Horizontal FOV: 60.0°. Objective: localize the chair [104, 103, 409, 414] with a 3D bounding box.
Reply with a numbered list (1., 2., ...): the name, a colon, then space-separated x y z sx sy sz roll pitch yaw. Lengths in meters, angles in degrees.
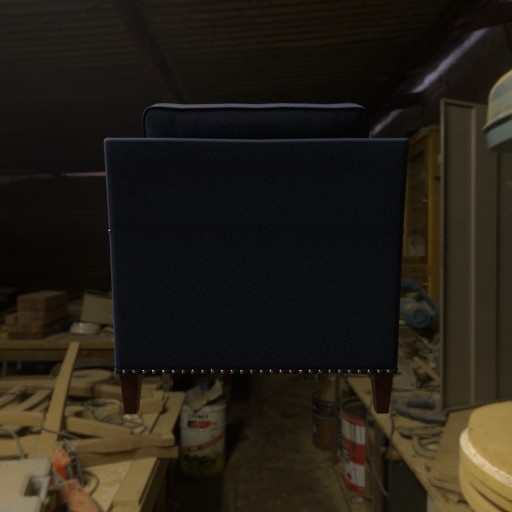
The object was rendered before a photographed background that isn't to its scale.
1. chair: 0.000 0.000 1.722 0.853 0.943 1.014 0 1 0
